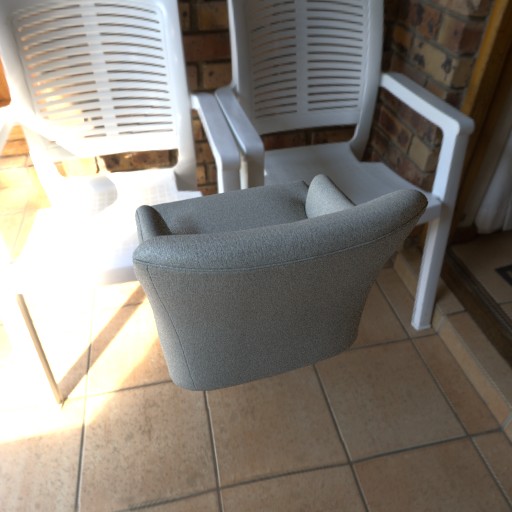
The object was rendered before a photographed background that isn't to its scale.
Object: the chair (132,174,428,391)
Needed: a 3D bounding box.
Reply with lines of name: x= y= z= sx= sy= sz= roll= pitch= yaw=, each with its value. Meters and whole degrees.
chair: x=0.000 y=0.000 z=1.674 sx=0.864 sy=0.856 sz=0.923 roll=-12 pitch=43 yaw=-13
